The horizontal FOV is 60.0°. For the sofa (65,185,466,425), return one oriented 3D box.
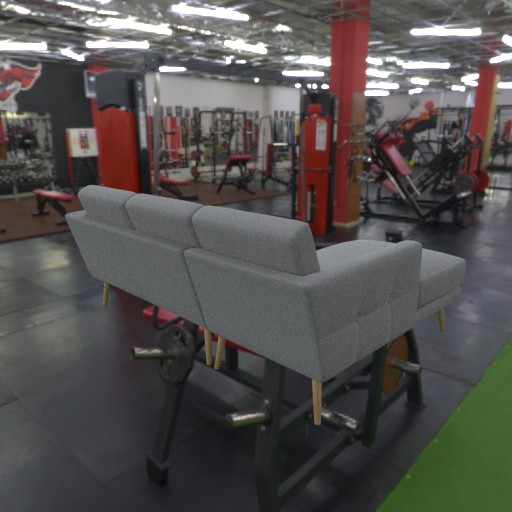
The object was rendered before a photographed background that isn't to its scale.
[{"bbox_3d":[0.000,0.000,2.778,2.040,0.860,1.530,15,21,42],"label":"sofa"}]
